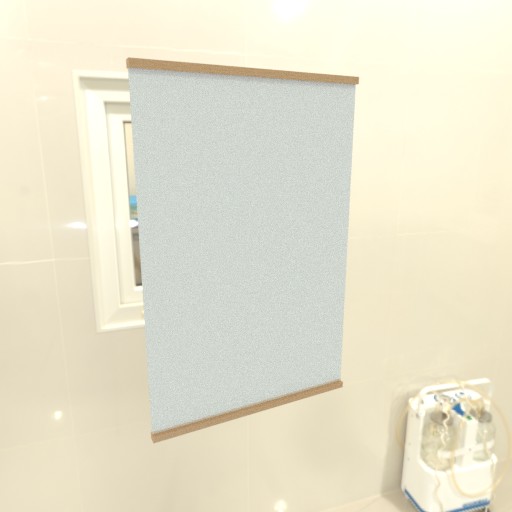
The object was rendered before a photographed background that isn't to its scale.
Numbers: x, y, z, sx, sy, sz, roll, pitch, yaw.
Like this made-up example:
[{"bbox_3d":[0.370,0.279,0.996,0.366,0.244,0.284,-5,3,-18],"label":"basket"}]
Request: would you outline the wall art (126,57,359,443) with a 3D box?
[{"bbox_3d":[0.000,0.000,0.649,0.335,0.510,0.013,-7,16,-26],"label":"wall art"}]
